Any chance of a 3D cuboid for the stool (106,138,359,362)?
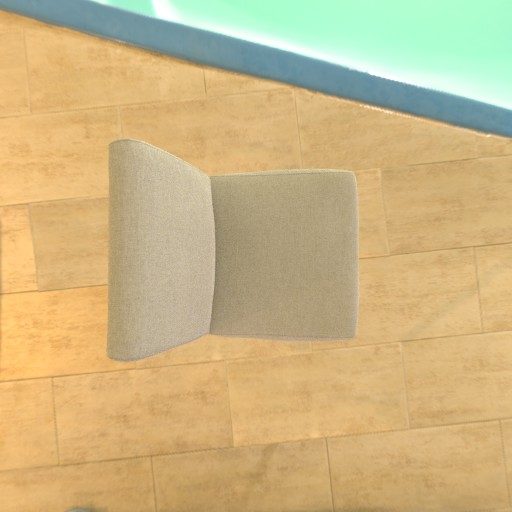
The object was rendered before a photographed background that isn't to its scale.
[{"bbox_3d":[0.000,0.000,1.411,0.606,1.085,0.507,0,89,0],"label":"stool"}]
